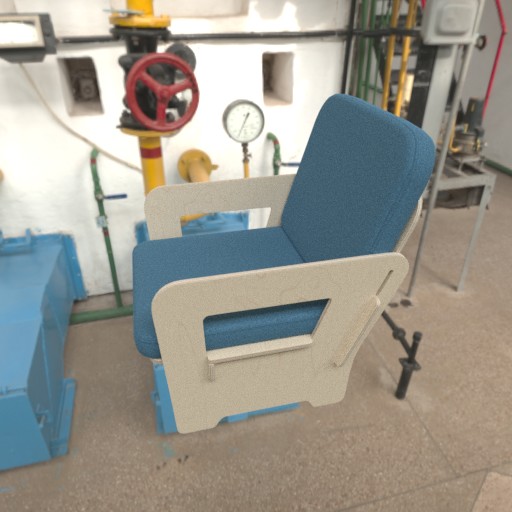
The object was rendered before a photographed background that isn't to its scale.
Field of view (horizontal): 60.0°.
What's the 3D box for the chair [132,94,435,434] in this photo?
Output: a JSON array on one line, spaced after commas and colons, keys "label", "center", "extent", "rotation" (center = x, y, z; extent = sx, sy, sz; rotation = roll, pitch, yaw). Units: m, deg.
[{"label": "chair", "center": [0.000, 0.000, 1.186], "extent": [0.657, 0.747, 0.547], "rotation": [-7, 32, -12]}]
